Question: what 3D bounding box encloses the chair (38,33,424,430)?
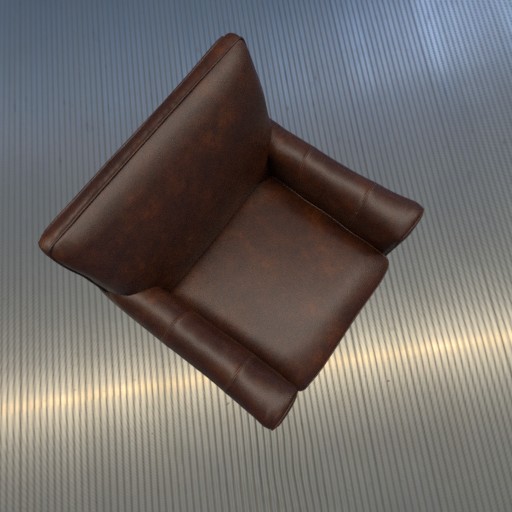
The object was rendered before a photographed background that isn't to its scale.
[{"bbox_3d":[0.000,0.000,1.586,0.823,0.943,0.870,36,78,9],"label":"chair"}]
